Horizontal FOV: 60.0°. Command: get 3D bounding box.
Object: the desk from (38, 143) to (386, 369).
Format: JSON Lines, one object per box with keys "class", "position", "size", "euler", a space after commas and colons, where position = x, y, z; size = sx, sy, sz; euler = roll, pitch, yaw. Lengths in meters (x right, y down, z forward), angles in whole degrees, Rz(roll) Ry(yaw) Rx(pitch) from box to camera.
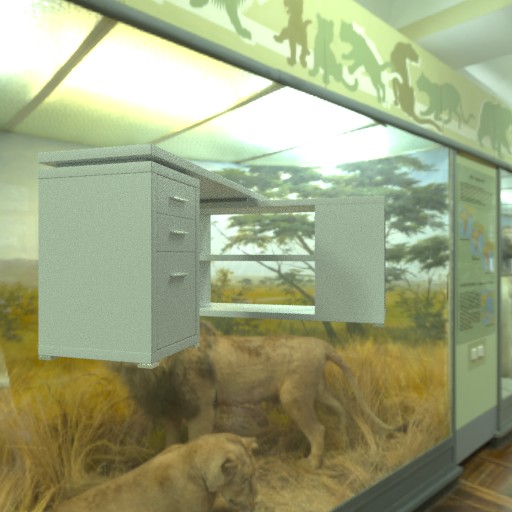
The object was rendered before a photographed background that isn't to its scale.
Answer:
{"class": "desk", "position": [0.000, 0.000, 2.170], "size": [1.200, 0.753, 1.524], "euler": [0, 0, 17]}
